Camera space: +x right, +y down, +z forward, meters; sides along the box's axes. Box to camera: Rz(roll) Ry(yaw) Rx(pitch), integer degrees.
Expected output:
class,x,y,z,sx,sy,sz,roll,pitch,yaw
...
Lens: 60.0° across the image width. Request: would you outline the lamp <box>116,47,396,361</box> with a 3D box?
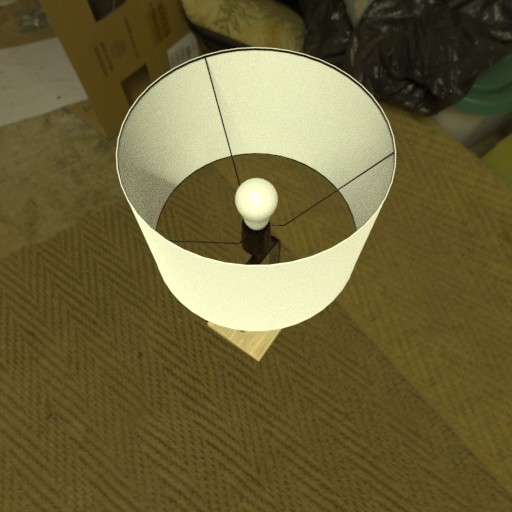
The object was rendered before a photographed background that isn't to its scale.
class,x,y,z,sx,sy,sz,roll,pitch,yaw
lamp,0.000,0.000,0.671,0.279,0.508,0.279,32,67,15
